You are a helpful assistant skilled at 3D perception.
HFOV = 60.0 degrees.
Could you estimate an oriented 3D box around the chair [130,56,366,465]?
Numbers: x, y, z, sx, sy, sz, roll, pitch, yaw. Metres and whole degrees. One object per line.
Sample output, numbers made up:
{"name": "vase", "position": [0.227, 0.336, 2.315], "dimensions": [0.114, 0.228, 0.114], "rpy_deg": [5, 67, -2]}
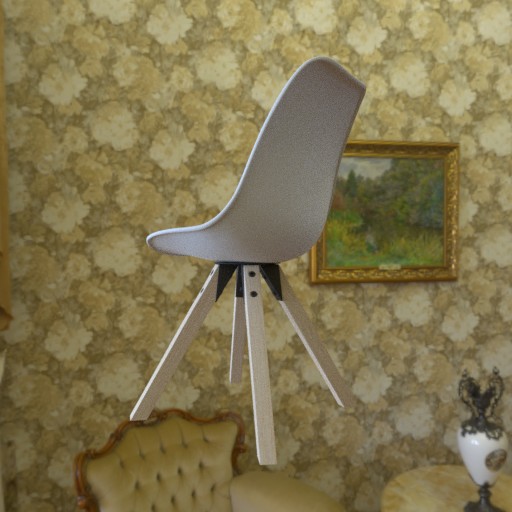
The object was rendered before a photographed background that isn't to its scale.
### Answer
{"name": "chair", "position": [0.000, 0.000, 1.180], "dimensions": [0.550, 0.850, 0.485], "rpy_deg": [0, 0, 36]}
